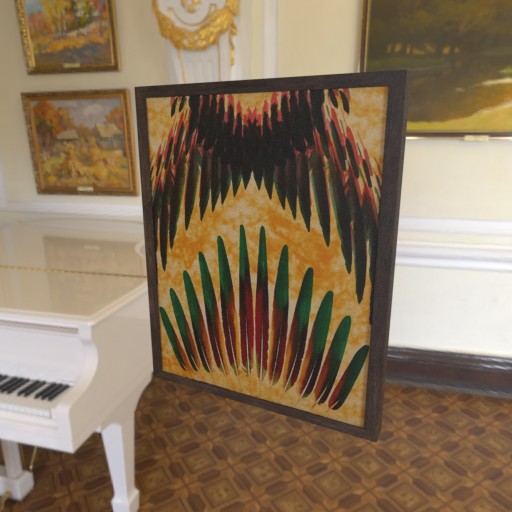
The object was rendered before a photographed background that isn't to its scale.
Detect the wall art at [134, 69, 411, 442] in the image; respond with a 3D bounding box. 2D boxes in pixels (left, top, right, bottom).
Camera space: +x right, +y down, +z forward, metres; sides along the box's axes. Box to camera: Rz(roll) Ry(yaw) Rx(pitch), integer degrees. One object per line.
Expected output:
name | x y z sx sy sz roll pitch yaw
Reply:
wall art | 0.000 0.000 0.548 0.329 0.406 0.027 7 17 26
